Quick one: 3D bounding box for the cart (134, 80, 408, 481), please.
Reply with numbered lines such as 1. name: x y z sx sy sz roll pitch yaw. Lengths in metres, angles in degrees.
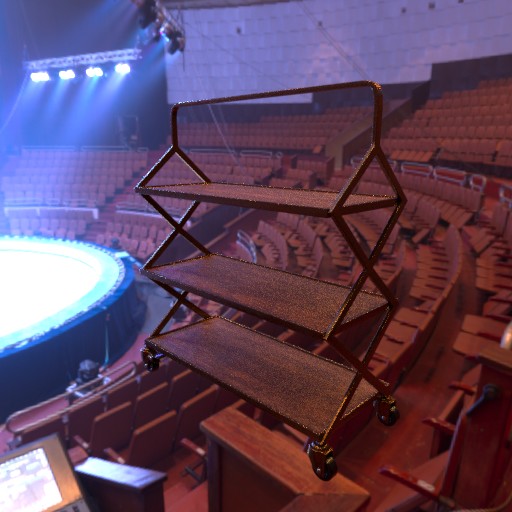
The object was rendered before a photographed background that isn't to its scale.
1. cart: 0.000 0.000 1.163 0.313 0.805 0.723 -13 19 -43
